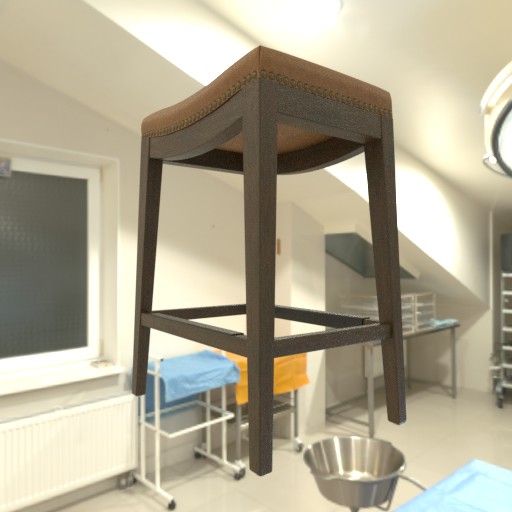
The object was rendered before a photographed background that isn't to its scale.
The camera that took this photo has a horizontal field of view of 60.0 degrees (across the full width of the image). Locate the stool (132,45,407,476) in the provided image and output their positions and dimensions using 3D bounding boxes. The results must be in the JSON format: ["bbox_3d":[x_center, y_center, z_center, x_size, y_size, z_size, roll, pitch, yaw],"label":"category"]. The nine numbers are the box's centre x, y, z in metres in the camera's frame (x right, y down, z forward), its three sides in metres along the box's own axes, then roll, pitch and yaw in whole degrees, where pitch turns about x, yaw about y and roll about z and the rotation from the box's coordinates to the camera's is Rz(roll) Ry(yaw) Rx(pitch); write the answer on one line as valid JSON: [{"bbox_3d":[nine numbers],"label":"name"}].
[{"bbox_3d":[0.000,0.000,0.958,0.361,0.660,0.500,0,0,-37],"label":"stool"}]
